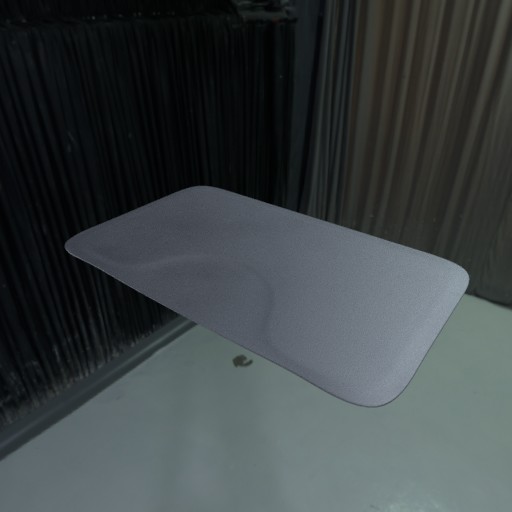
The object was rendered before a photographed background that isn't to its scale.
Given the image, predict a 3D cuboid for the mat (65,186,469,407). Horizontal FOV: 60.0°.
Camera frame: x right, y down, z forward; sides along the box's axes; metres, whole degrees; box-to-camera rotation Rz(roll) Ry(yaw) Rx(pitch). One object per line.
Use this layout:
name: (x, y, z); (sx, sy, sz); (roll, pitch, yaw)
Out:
mat: (0.000, 0.000, 1.835); (1.524, 0.013, 0.918); (22, 37, 32)
